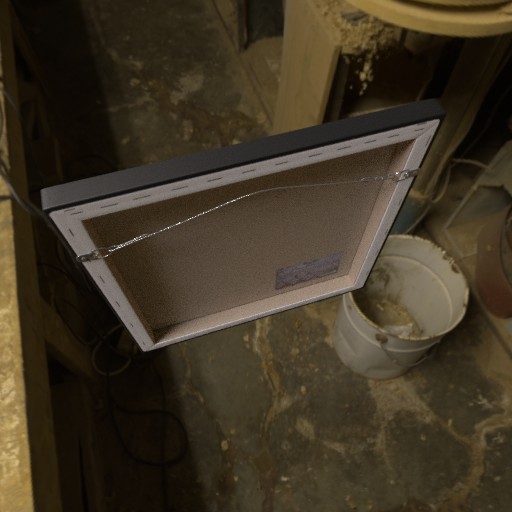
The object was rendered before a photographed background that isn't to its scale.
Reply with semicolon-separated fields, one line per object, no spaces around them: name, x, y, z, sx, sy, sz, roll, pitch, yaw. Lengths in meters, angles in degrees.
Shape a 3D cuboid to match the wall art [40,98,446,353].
wall art;0.000;0.000;0.906;0.610;0.611;0.043;-15;61;-9
